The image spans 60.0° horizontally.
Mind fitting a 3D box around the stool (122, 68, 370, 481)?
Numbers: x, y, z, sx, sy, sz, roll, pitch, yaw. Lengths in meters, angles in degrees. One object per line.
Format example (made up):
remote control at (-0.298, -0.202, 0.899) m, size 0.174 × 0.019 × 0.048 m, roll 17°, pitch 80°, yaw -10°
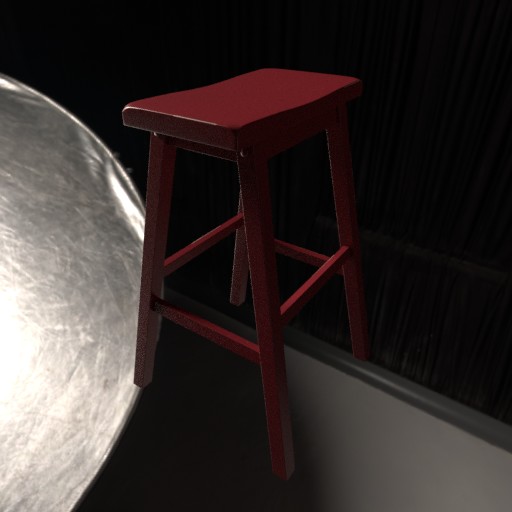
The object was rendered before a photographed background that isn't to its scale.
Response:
stool at (0.000, 0.000, 1.027) m, size 0.476 × 0.737 × 0.457 m, roll 20°, pitch 37°, yaw 29°
